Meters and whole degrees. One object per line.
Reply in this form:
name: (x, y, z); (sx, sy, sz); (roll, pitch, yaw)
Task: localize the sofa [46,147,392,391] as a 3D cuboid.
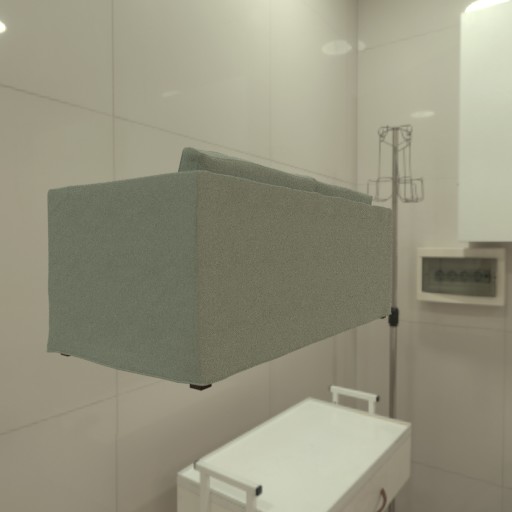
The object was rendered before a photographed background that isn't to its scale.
sofa: (0.000, 0.000, 2.506); (0.940, 0.870, 1.987); (1, 2, 35)
